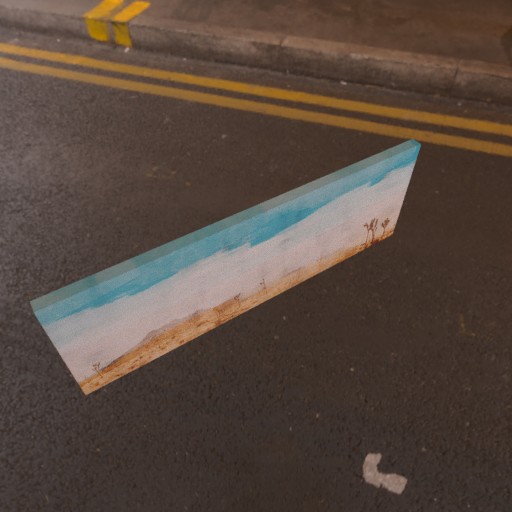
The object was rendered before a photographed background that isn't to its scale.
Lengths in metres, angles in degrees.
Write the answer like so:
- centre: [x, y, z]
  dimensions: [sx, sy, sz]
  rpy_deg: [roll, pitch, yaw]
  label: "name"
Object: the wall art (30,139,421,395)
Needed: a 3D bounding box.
- centre: [0.000, 0.000, 0.852]
  dimensions: [0.759, 0.254, 0.044]
  rpy_deg: [-25, 52, -22]
  label: "wall art"
